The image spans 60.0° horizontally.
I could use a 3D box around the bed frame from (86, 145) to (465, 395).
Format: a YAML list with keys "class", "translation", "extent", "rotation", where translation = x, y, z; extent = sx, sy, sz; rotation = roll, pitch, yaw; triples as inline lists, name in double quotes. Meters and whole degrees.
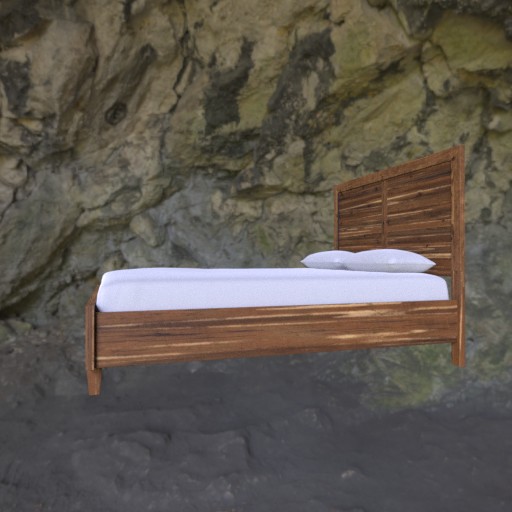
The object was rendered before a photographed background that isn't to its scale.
- class: "bed frame"
  translation: [0.000, 0.000, 3.298]
  extent: [2.276, 1.417, 1.696]
  rotation: [0, 0, -18]
